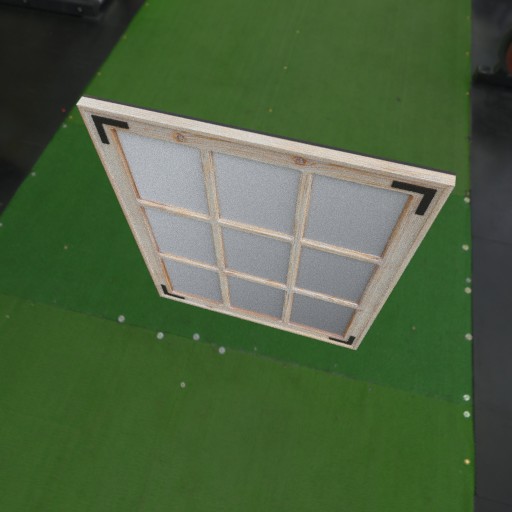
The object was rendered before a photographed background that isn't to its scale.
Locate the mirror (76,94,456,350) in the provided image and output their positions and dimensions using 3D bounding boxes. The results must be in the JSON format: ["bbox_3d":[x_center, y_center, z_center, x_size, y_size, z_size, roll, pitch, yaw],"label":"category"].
[{"bbox_3d":[0.000,0.000,1.211,0.730,0.882,0.032,14,61,8],"label":"mirror"}]
